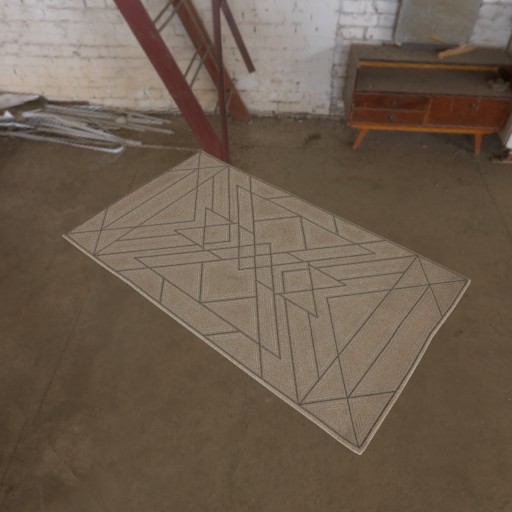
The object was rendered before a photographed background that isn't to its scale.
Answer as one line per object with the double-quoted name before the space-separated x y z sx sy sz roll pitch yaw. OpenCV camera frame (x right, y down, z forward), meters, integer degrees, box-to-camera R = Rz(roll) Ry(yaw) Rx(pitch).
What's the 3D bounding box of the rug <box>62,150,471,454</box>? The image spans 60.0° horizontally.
"rug" 0.000 0.000 1.077 0.869 0.008 0.511 30 53 26
